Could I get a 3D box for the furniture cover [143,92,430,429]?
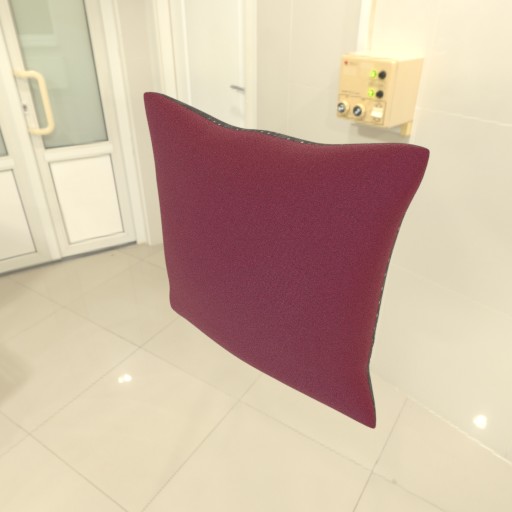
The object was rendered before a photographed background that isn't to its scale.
[{"bbox_3d":[0.000,0.000,0.809,0.552,0.509,0.193,24,38,34],"label":"furniture cover"}]
